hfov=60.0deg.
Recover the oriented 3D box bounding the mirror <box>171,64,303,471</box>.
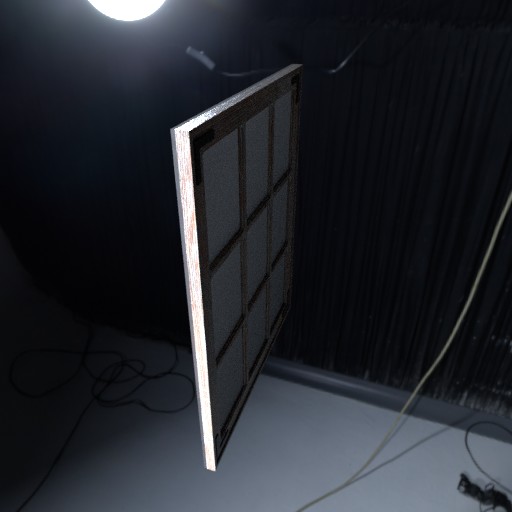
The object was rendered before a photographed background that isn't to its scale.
[{"bbox_3d":[0.000,0.000,1.220,0.032,0.882,0.730,10,33,16],"label":"mirror"}]
